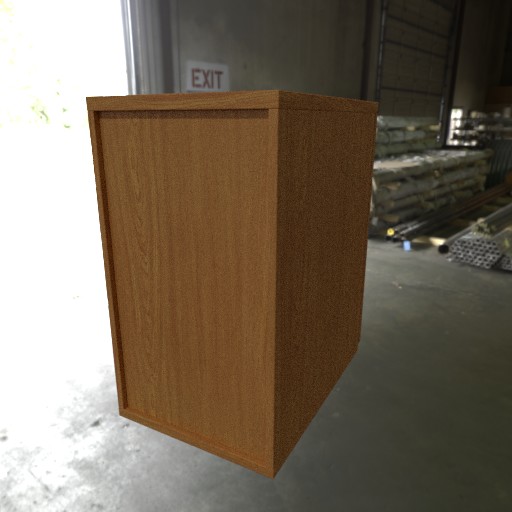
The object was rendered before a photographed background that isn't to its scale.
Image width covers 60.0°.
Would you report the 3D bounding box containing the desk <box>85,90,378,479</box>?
[{"bbox_3d":[0.000,0.000,1.099,0.404,0.730,0.600,9,19,27],"label":"desk"}]
